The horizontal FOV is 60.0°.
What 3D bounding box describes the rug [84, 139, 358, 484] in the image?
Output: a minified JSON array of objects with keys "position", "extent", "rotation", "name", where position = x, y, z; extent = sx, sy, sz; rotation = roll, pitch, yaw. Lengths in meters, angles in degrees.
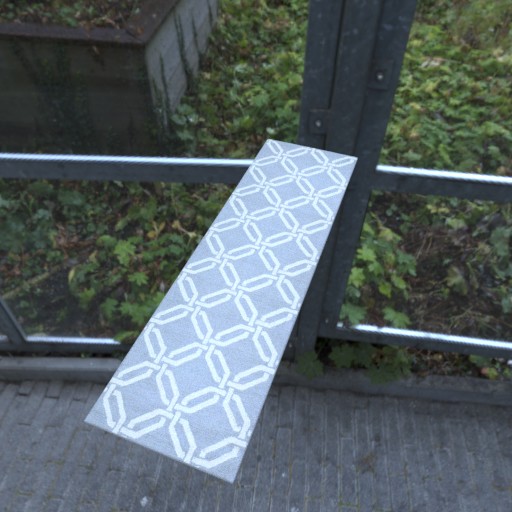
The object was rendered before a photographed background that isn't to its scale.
[{"position":[0.000,0.000,2.492],"extent":[0.678,0.014,2.276],"rotation":[16,49,14],"name":"rug"}]
